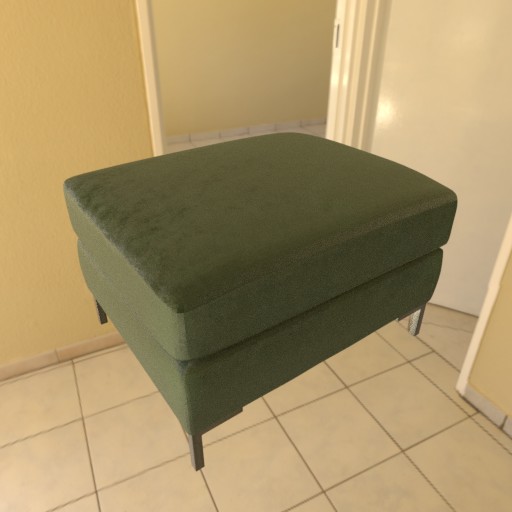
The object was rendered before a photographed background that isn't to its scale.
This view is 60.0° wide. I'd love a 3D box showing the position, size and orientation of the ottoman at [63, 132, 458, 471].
[{"bbox_3d":[0.000,0.000,1.288,0.839,0.538,0.701,-20,37,-30],"label":"ottoman"}]
